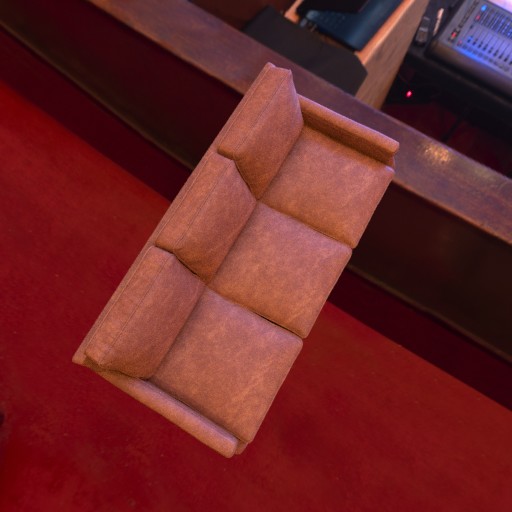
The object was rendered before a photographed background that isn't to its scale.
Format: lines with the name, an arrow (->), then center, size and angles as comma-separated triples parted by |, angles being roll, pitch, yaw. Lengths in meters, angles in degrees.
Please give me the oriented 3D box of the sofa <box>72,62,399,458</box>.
sofa -> 0.000, 0.000, 2.885 | 1.084, 1.003, 2.246 | 29, 77, 7
